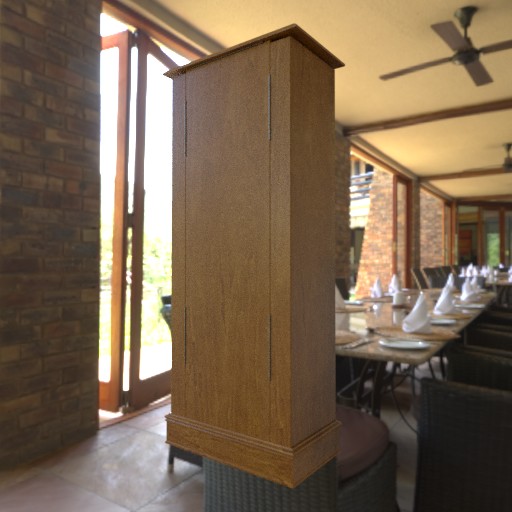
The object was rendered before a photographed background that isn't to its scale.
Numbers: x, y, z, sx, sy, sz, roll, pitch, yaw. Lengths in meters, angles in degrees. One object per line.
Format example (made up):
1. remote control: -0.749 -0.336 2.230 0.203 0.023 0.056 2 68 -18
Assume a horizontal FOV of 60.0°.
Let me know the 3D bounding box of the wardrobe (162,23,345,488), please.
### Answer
1. wardrobe: 0.000 0.000 1.134 0.406 0.959 0.273 -1 -1 37
